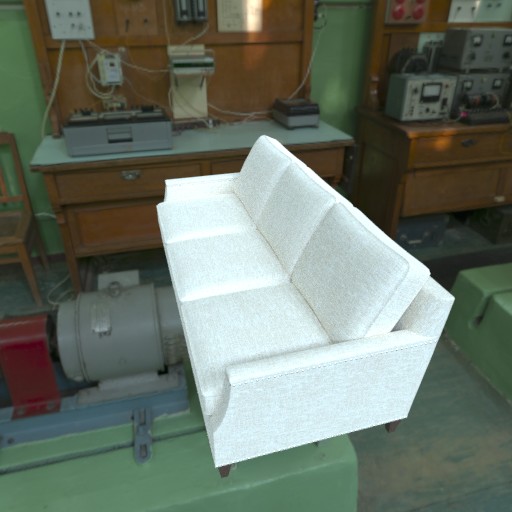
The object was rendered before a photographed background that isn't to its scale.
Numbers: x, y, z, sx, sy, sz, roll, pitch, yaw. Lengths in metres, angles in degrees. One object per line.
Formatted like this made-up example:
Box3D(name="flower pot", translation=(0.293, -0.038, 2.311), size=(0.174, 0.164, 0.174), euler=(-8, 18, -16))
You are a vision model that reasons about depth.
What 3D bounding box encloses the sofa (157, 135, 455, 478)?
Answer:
Box3D(name="sofa", translation=(0.000, 0.000, 2.753), size=(1.041, 0.940, 2.210), euler=(-8, 32, -14))
